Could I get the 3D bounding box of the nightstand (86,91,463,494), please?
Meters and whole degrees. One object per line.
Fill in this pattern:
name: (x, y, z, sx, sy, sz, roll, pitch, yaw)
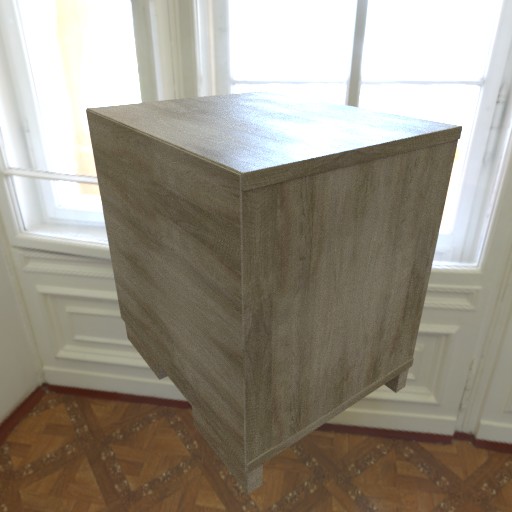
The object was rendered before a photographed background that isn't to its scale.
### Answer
nightstand: (0.000, 0.000, 0.732, 0.347, 0.448, 0.427, -19, 33, -32)
